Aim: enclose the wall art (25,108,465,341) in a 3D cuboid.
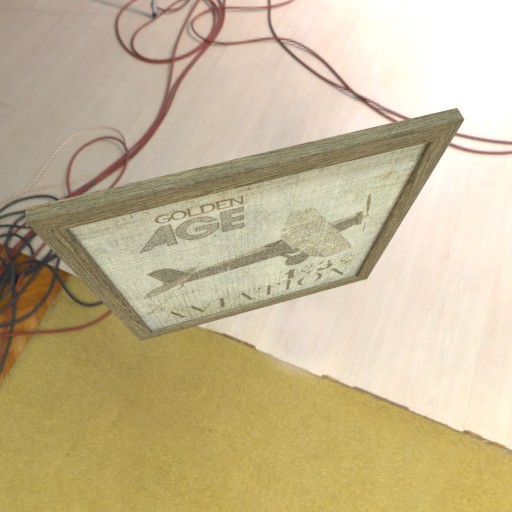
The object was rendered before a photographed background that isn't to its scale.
[{"bbox_3d":[0.000,0.000,0.729,0.508,0.508,0.019,-15,66,-7],"label":"wall art"}]
